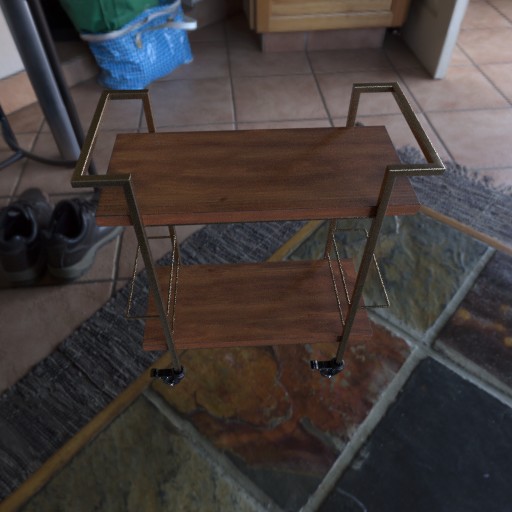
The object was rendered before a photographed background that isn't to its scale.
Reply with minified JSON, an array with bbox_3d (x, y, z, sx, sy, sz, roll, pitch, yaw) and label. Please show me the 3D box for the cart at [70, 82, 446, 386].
[{"bbox_3d":[0.000,0.000,1.214,0.695,0.807,0.364,-2,48,-2],"label":"cart"}]
